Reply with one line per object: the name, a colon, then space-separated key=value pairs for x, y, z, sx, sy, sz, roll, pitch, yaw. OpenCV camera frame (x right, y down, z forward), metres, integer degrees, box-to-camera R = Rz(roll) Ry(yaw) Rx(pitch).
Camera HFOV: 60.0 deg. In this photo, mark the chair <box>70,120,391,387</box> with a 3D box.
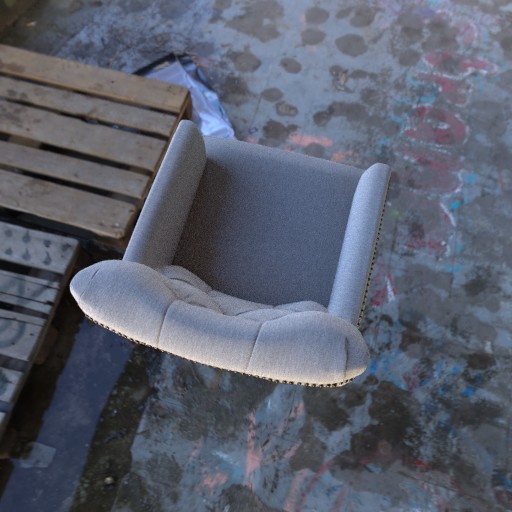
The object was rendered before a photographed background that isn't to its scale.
chair: x=0.000 y=0.000 z=1.498 sx=0.737 sy=0.823 sz=0.902 roll=14 pitch=66 yaw=6
